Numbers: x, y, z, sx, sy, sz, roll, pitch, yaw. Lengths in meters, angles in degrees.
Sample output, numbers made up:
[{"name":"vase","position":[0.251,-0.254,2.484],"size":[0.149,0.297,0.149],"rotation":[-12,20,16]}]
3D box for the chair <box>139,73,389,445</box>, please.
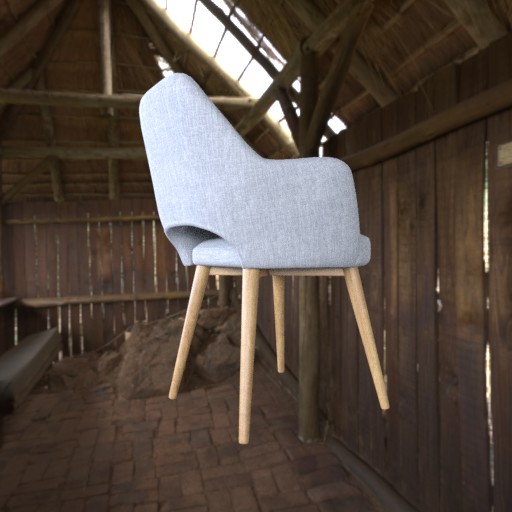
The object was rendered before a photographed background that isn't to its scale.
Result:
[{"name":"chair","position":[0.000,0.000,1.243],"size":[0.610,0.840,0.590],"rotation":[0,0,-35]}]
